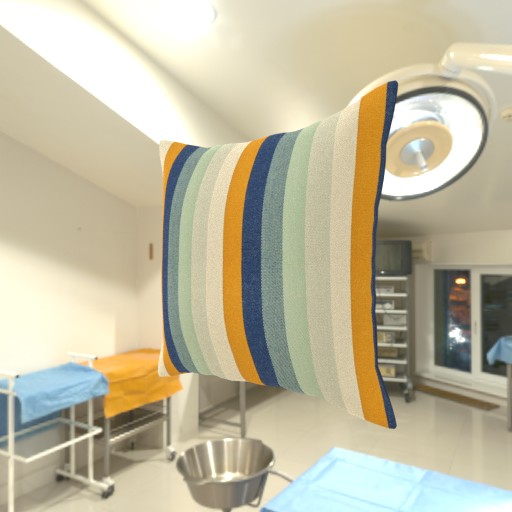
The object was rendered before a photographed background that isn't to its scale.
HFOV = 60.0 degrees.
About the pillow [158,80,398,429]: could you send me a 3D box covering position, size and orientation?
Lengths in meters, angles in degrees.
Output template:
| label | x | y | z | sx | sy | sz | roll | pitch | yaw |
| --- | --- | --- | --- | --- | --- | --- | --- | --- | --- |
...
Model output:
| label | x | y | z | sx | sy | sz | roll | pitch | yaw |
| --- | --- | --- | --- | --- | --- | --- | --- | --- | --- |
| pillow | 0.000 | 0.000 | 0.714 | 0.463 | 0.454 | 0.173 | -1 | -1 | 37 |
